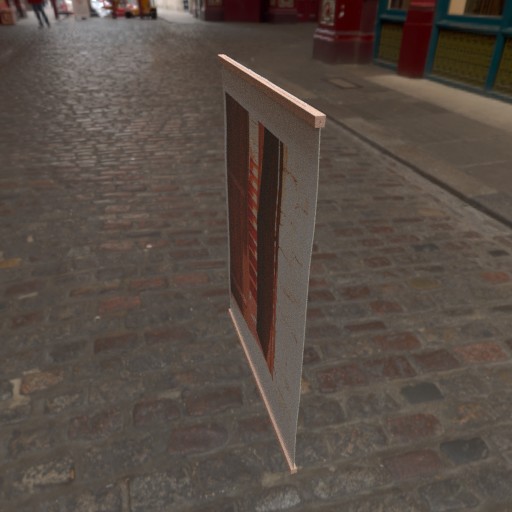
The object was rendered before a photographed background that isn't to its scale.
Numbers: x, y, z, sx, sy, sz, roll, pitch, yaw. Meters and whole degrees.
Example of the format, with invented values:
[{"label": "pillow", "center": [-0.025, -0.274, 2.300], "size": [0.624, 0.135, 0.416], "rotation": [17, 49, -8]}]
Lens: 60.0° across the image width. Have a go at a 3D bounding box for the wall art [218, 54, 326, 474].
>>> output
[{"label": "wall art", "center": [0.000, 0.000, 1.310], "size": [0.020, 1.013, 0.758], "rotation": [-9, 33, -14]}]
